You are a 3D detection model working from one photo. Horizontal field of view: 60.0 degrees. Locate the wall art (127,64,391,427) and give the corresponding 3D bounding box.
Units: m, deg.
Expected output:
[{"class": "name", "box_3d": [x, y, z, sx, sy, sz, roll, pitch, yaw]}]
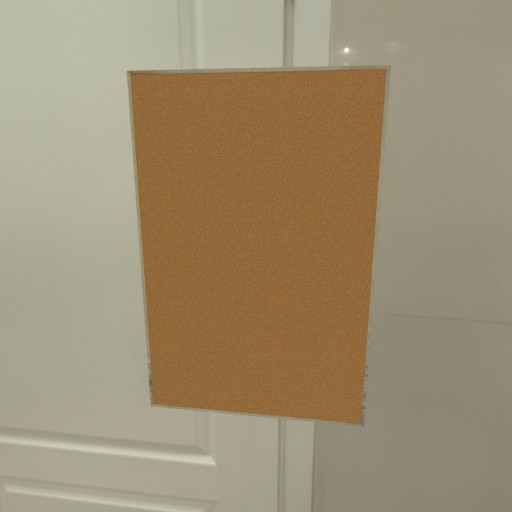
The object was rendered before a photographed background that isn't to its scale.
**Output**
[{"class": "wall art", "box_3d": [0.000, 0.000, 0.489, 0.254, 0.381, 0.038, 2, 16, 9]}]
